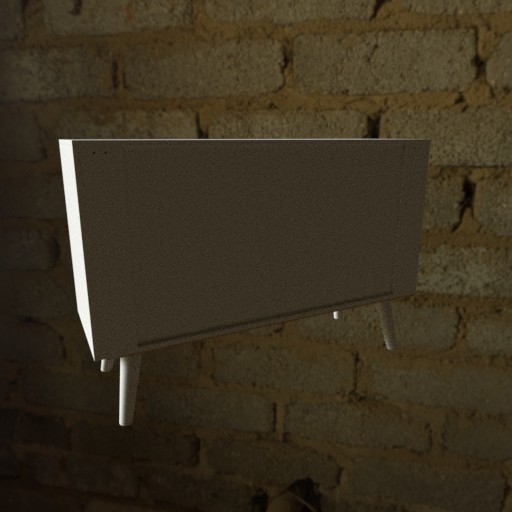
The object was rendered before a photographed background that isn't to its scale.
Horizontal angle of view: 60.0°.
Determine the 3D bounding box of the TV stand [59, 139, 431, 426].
[{"bbox_3d":[0.000,0.000,1.596,1.193,0.812,0.406,-8,17,-26],"label":"TV stand"}]
